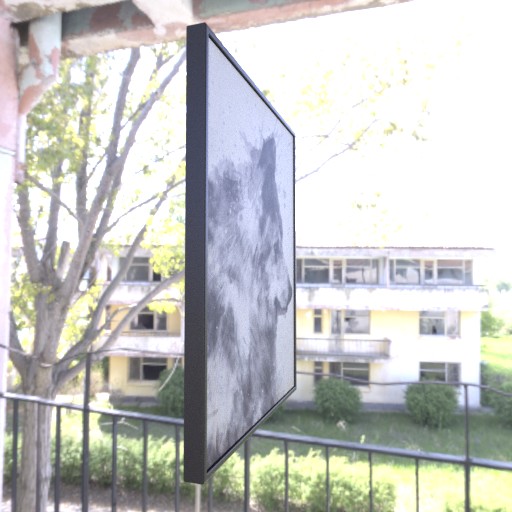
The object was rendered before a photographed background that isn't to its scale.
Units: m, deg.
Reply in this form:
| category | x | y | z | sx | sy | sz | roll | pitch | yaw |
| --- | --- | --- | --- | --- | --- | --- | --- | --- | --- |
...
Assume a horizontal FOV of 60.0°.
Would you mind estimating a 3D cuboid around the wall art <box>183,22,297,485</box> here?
| category | x | y | z | sx | sy | sz | roll | pitch | yaw |
| --- | --- | --- | --- | --- | --- | --- | --- | --- | --- |
| wall art | 0.000 | 0.000 | 0.744 | 0.028 | 0.551 | 0.451 | -1 | -2 | 19 |
